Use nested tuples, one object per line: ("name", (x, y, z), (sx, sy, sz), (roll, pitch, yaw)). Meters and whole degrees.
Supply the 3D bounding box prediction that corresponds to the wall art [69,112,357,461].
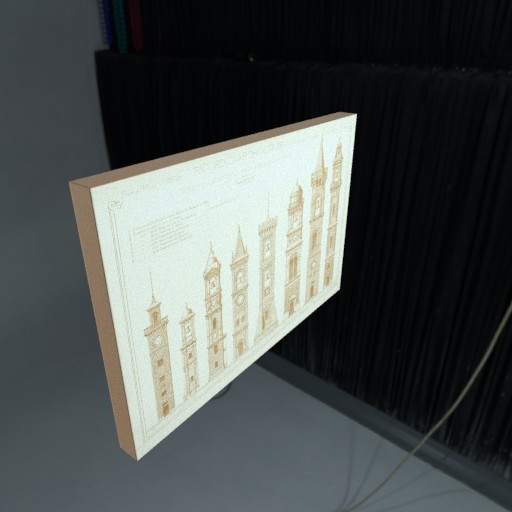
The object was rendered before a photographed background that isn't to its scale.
("wall art", (0.000, 0.000, 0.774), (0.039, 0.407, 0.609), (19, 32, 33))
